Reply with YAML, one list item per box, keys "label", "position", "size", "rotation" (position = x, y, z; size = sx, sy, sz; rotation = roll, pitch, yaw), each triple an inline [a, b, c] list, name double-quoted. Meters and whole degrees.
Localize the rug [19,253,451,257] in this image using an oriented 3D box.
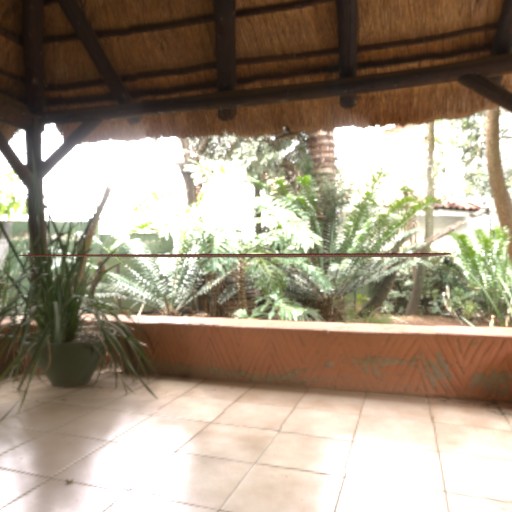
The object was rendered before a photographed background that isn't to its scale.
- label: "rug"
  position: [0.000, 0.000, 3.908]
  size: [2.929, 0.012, 2.300]
  rotation: [0, -1, 18]
